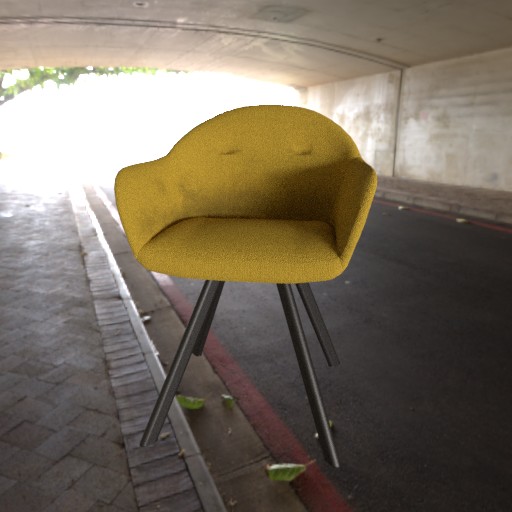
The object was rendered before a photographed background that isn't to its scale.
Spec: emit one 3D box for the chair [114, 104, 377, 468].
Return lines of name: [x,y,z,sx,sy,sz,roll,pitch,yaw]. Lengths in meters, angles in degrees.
chair: [0.000,0.000,1.150,0.545,0.775,0.565,2,16,9]
